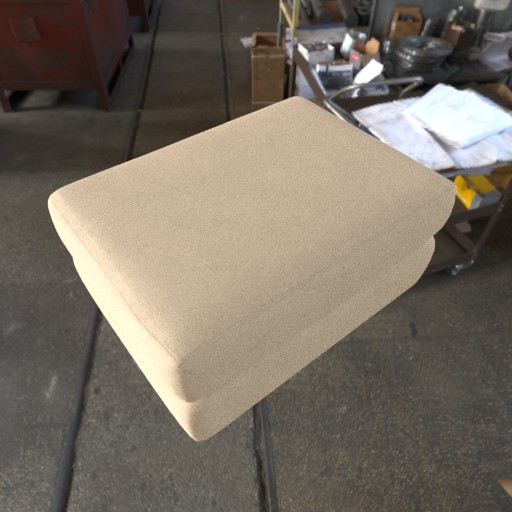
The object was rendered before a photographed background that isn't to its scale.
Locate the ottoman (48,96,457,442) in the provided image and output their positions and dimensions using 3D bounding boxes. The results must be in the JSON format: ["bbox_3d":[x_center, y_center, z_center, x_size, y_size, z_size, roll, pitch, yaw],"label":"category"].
[{"bbox_3d":[0.000,0.000,1.127,0.773,0.504,0.569,-30,53,-25],"label":"ottoman"}]
